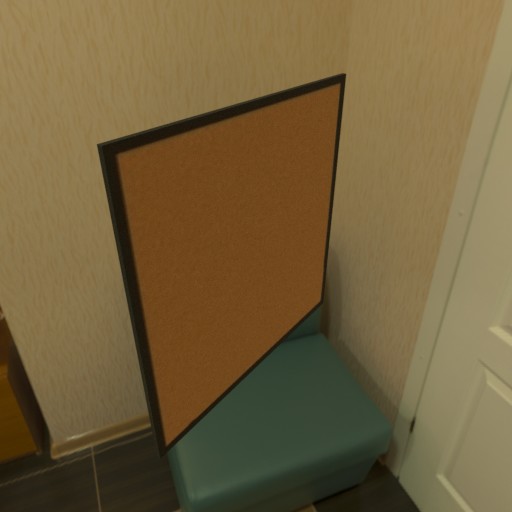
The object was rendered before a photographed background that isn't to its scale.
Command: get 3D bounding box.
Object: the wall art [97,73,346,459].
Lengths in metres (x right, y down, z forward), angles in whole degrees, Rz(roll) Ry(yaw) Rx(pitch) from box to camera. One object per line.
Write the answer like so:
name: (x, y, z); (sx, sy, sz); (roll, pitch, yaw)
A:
wall art: (0.000, 0.000, 1.207); (0.013, 0.823, 0.823); (22, 38, 31)
